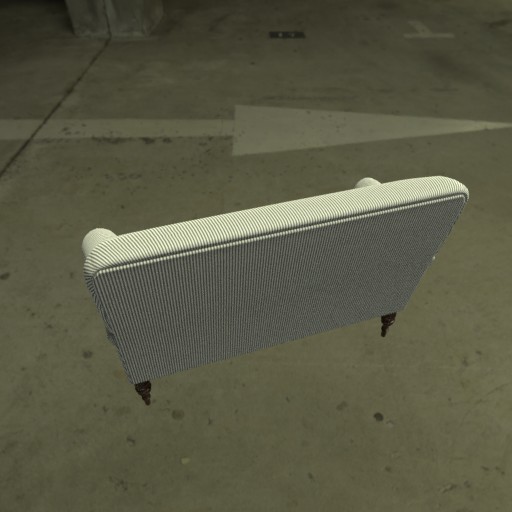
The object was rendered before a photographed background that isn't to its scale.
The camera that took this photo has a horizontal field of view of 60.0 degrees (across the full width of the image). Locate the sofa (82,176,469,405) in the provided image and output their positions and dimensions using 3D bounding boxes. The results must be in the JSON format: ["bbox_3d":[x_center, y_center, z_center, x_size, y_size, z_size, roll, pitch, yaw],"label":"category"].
[{"bbox_3d":[0.000,0.000,1.802,1.297,0.889,0.779,-12,42,-14],"label":"sofa"}]
